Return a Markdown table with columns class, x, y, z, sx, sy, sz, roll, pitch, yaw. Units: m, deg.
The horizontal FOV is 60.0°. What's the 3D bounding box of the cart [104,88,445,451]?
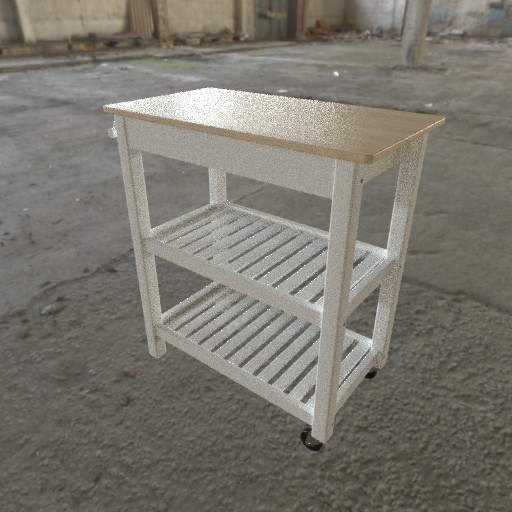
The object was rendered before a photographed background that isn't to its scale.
| class | x | y | z | sx | sy | sz | roll | pitch | yaw |
| --- | --- | --- | --- | --- | --- | --- | --- | --- | --- |
| cart | 0.000 | 0.000 | 1.455 | 0.899 | 0.927 | 0.457 | 20 | 35 | 32 |
